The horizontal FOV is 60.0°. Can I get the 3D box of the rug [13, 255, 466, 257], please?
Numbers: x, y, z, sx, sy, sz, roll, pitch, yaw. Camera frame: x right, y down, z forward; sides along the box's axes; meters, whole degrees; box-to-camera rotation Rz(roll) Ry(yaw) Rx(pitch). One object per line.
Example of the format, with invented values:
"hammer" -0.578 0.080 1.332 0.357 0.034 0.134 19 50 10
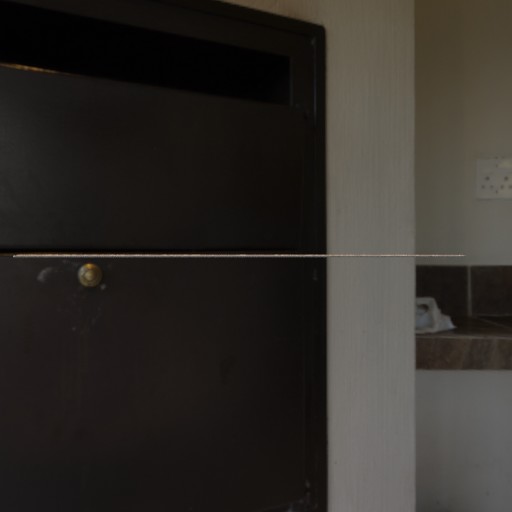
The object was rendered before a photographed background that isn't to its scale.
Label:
"rug" 0.000 0.000 2.368 2.196 0.011 0.662 0 0 -19
